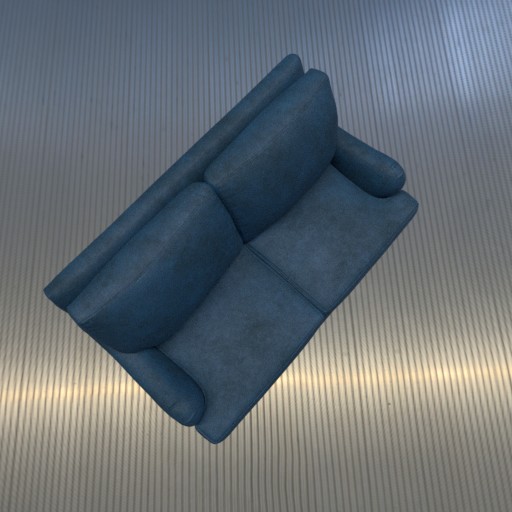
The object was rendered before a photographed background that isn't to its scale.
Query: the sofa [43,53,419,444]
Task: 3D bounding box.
[{"bbox_3d":[0.000,0.000,2.544,1.084,1.101,1.853,41,78,11],"label":"sofa"}]
